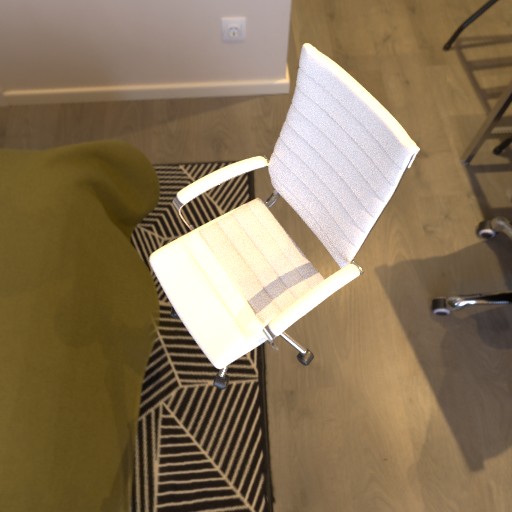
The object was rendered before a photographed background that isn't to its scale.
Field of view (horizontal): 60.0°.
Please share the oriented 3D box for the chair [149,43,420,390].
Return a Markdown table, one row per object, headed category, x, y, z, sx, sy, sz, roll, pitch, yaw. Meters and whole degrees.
| category | x | y | z | sx | sy | sz | roll | pitch | yaw |
| --- | --- | --- | --- | --- | --- | --- | --- | --- | --- |
| chair | 0.000 | 0.000 | 1.531 | 0.679 | 1.149 | 0.679 | -31 | 68 | -14 |
